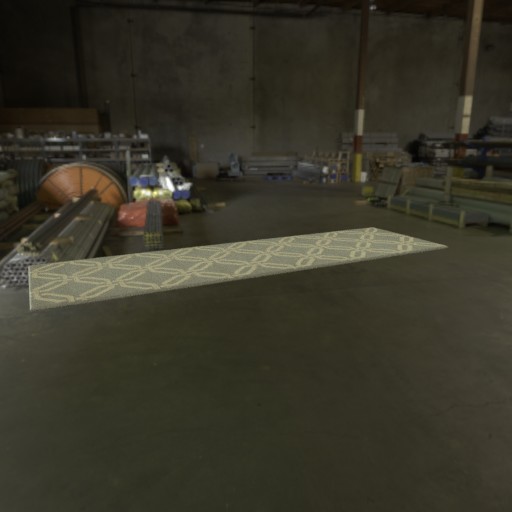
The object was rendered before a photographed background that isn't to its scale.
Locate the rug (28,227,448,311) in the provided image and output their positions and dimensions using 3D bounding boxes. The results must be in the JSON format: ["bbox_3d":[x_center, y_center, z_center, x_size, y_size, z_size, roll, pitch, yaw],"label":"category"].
[{"bbox_3d":[0.000,0.000,2.480,2.276,0.014,0.678,-7,16,-26],"label":"rug"}]
